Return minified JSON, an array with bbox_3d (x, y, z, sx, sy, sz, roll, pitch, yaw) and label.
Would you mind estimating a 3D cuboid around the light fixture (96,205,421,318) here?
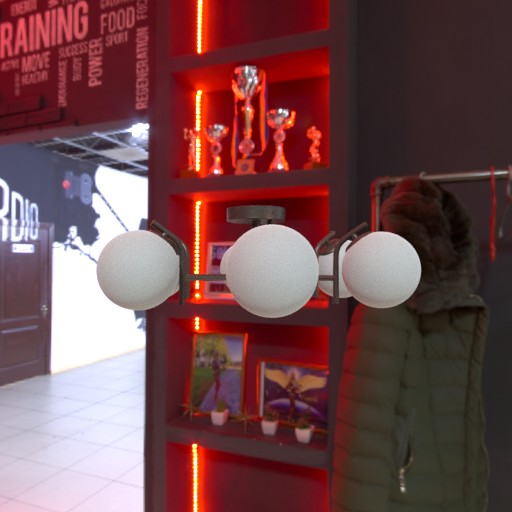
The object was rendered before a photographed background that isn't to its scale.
[{"bbox_3d":[0.000,0.000,0.949,0.662,0.201,0.662,0,-1,0],"label":"light fixture"}]
